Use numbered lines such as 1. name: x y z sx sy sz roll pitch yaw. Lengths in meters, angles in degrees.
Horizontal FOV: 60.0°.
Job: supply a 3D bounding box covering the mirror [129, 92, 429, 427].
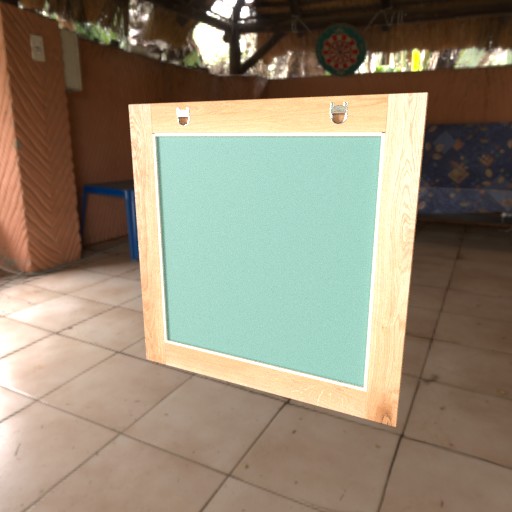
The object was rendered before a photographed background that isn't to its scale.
1. mirror: 0.000 0.000 1.199 0.800 0.800 0.020 7 17 25
